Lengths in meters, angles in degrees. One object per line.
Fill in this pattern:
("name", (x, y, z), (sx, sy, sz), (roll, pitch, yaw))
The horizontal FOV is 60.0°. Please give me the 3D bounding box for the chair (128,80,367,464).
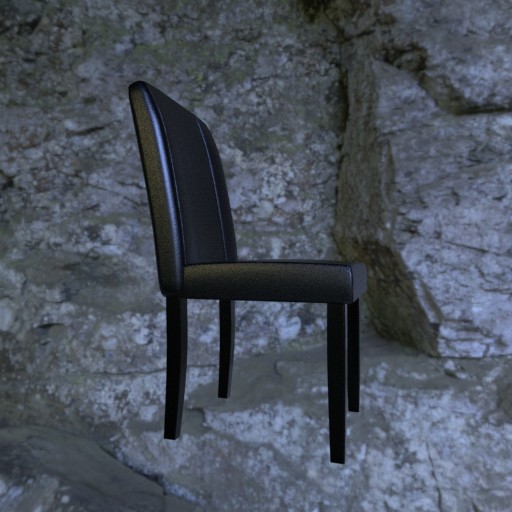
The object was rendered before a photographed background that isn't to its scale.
("chair", (0.000, 0.000, 1.202), (0.556, 0.897, 0.399), (0, 0, 18))
